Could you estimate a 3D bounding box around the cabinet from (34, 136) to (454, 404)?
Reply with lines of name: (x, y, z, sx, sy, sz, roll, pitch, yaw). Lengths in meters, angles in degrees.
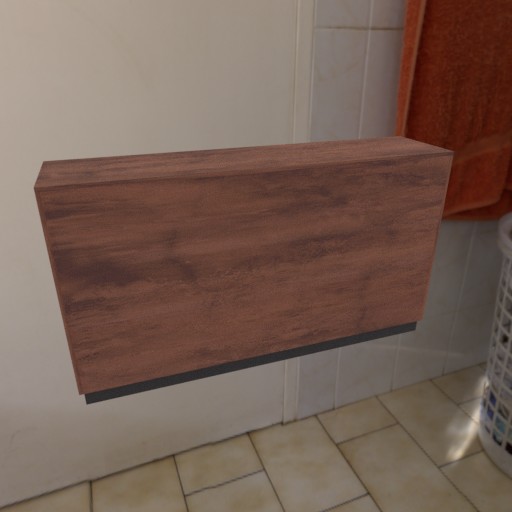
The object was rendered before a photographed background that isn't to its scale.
cabinet: (0.000, 0.000, 1.977, 1.600, 0.900, 0.420, -8, 26, -17)
